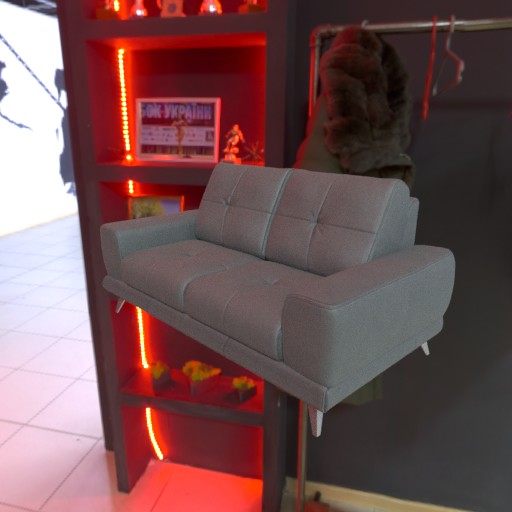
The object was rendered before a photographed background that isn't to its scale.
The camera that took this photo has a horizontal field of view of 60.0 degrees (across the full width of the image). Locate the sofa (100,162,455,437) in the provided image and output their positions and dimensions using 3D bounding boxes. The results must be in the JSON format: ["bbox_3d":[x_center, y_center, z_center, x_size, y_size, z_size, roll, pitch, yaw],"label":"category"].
[{"bbox_3d":[0.000,0.000,2.436,1.018,0.907,1.806,-15,22,-41],"label":"sofa"}]
